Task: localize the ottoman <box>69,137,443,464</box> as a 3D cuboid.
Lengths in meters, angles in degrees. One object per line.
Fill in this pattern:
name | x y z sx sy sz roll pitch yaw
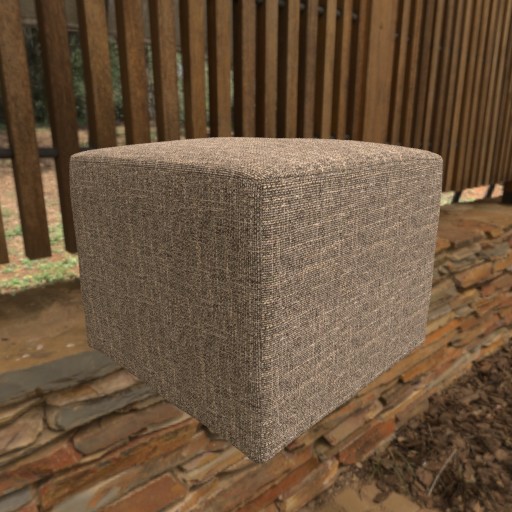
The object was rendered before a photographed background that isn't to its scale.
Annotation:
ottoman | 0.000 0.000 0.881 0.521 0.453 0.512 15 22 42
